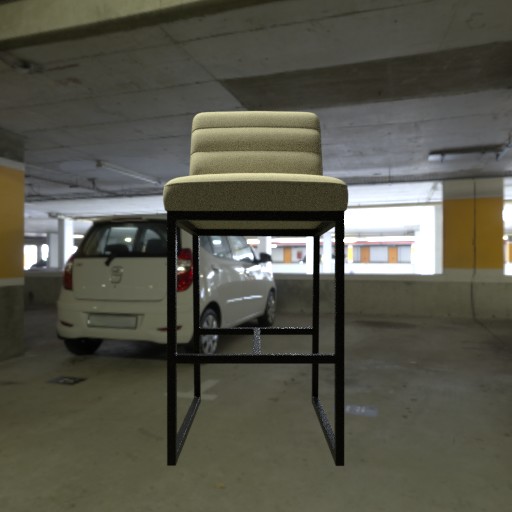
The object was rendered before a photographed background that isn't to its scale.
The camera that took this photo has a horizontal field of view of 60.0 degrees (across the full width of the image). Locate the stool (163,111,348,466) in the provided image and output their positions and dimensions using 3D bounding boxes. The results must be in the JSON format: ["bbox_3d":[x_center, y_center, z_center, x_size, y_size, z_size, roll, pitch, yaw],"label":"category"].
[{"bbox_3d":[0.000,0.000,1.351,0.460,1.040,0.560,0,0,0],"label":"stool"}]
